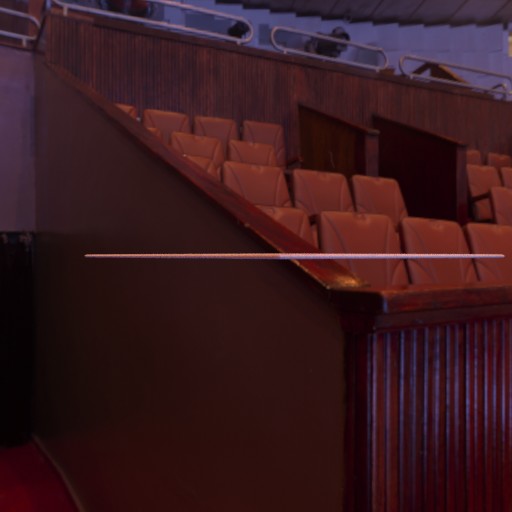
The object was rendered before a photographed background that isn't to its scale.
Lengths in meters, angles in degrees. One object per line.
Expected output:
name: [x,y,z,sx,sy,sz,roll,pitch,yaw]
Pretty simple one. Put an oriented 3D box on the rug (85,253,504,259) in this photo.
rug: [0.000,0.000,2.006,1.078,0.013,1.678,0,0,-36]
